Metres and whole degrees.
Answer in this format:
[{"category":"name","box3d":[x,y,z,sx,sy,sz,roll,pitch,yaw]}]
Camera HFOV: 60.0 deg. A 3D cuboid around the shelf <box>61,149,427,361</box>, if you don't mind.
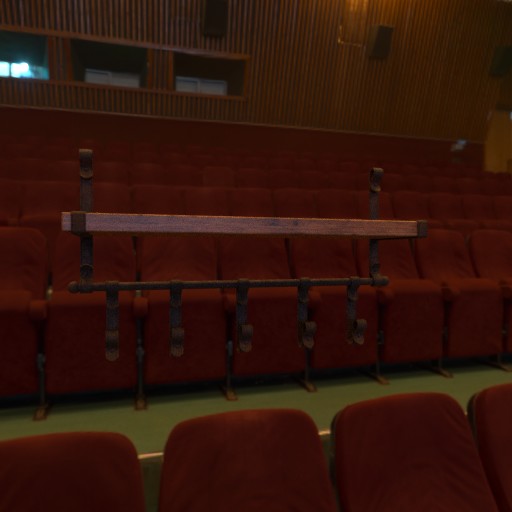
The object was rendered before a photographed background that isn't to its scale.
[{"category":"shelf","box3d":[0.000,0.000,0.703,0.567,0.330,0.146,0,0,-17]}]
